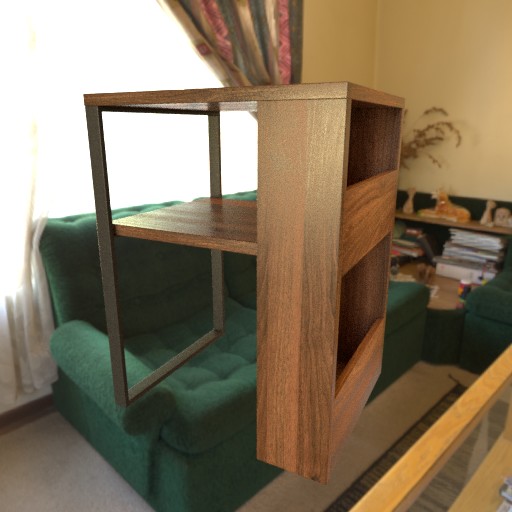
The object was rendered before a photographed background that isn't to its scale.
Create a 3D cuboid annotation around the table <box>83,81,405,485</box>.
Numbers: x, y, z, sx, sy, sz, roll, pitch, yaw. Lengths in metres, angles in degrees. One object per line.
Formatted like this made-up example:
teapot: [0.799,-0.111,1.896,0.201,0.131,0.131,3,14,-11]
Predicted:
table: [0.000,0.000,1.531,0.786,1.041,0.660,8,18,27]
